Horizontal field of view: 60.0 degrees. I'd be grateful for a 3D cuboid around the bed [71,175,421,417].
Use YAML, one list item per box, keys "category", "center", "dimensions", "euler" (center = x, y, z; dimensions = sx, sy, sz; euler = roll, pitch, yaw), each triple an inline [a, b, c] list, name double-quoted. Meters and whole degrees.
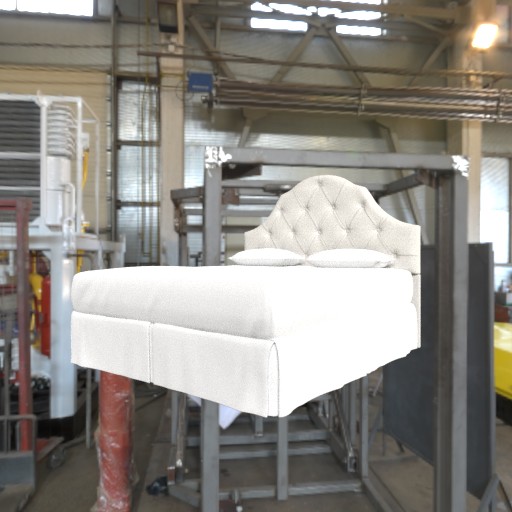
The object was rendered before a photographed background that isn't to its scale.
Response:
- category: "bed"
  center: [0.000, 0.000, 3.626]
  dimensions: [2.008, 1.615, 2.214]
  euler: [0, 0, 38]
